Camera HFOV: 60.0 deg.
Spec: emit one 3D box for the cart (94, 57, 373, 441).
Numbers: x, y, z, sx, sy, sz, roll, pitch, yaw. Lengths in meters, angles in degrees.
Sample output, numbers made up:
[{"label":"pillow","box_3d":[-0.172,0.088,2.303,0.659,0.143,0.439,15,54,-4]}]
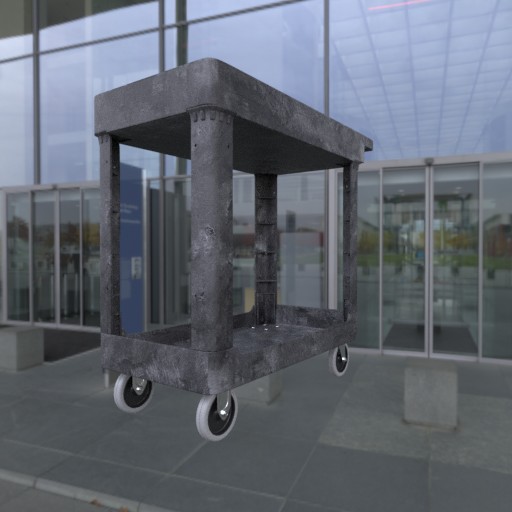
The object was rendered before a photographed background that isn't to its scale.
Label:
[{"label":"cart","box_3d":[0.000,0.000,1.373,0.420,0.824,0.877,1,1,36]}]
